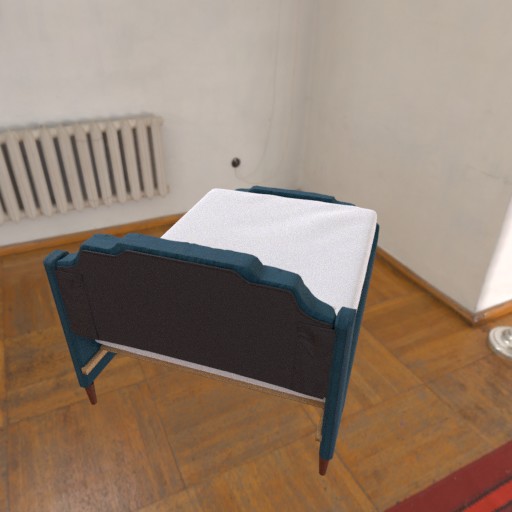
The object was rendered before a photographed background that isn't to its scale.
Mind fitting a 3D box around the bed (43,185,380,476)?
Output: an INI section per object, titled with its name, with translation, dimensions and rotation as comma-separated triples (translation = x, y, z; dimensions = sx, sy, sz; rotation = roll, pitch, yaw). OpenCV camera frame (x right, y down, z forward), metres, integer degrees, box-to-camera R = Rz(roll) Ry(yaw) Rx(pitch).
[bed]
translation = 0.000, 0.000, 3.345
dimensions = 1.676, 1.351, 2.322
rotation = 10, 33, 16
